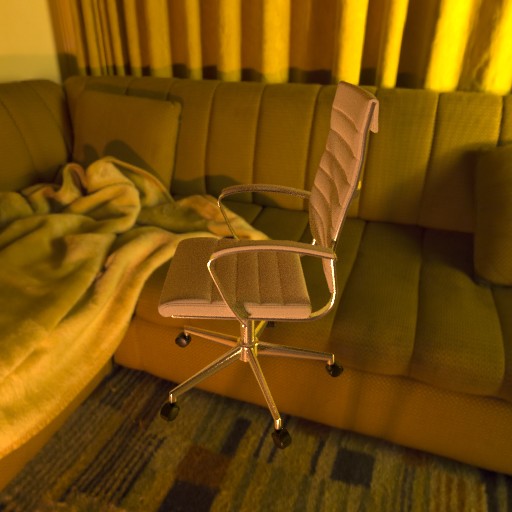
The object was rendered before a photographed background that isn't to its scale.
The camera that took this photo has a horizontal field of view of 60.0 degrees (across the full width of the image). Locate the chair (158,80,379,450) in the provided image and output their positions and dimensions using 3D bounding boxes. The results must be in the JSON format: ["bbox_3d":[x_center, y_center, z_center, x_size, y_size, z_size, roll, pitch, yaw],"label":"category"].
[{"bbox_3d":[0.000,0.000,1.614,0.739,1.149,0.766,-1,27,-1],"label":"chair"}]
